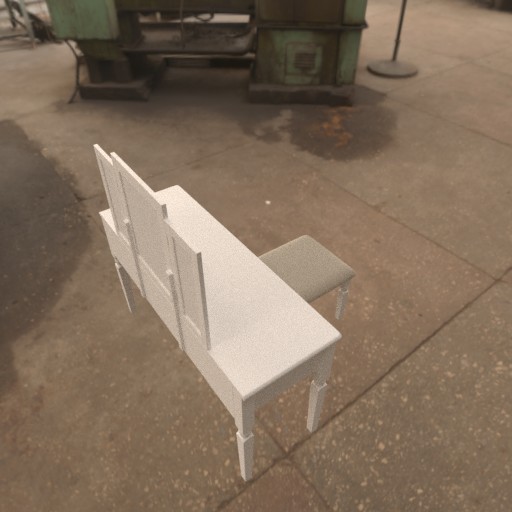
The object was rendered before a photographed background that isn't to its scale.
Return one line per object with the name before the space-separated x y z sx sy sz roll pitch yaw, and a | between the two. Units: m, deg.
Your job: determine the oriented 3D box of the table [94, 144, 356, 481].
table | 0.000 0.000 2.263 1.115 1.310 1.369 -25 47 -26
